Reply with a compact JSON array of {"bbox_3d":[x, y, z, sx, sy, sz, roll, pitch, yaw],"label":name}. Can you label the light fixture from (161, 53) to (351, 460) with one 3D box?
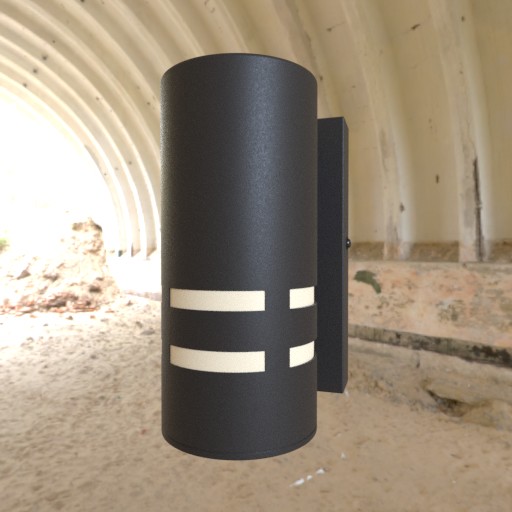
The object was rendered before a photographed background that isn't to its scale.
[{"bbox_3d":[0.000,0.000,0.260,0.098,0.179,0.138,0,1,18],"label":"light fixture"}]
